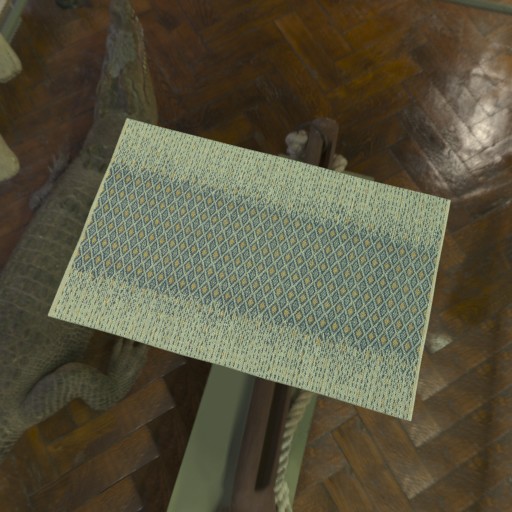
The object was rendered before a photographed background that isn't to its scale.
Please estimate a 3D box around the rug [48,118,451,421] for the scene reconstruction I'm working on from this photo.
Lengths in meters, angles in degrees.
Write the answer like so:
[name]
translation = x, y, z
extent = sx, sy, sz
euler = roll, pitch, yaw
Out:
[rug]
translation = 0.000, 0.000, 3.051
extent = 2.448, 0.008, 1.541
euler = 15, 76, 4
